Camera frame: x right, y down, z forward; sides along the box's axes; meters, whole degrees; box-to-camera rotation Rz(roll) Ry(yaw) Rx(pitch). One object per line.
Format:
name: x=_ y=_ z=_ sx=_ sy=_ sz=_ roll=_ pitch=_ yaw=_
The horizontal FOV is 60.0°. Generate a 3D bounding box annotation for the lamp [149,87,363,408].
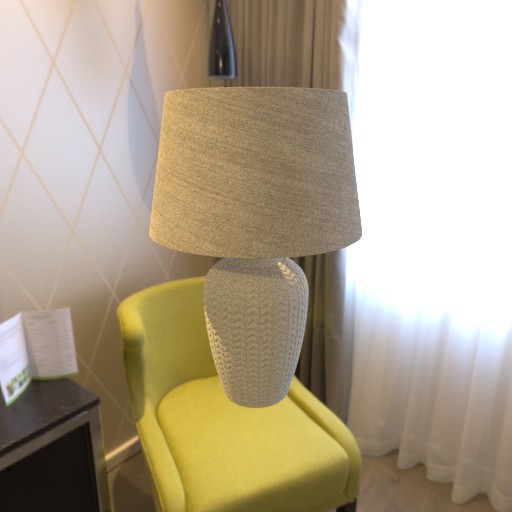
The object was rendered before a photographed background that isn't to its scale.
lamp: x=0.000 y=0.000 z=0.845 sx=0.390 sy=0.580 sz=0.390 roll=0 pitch=17 yaw=0
